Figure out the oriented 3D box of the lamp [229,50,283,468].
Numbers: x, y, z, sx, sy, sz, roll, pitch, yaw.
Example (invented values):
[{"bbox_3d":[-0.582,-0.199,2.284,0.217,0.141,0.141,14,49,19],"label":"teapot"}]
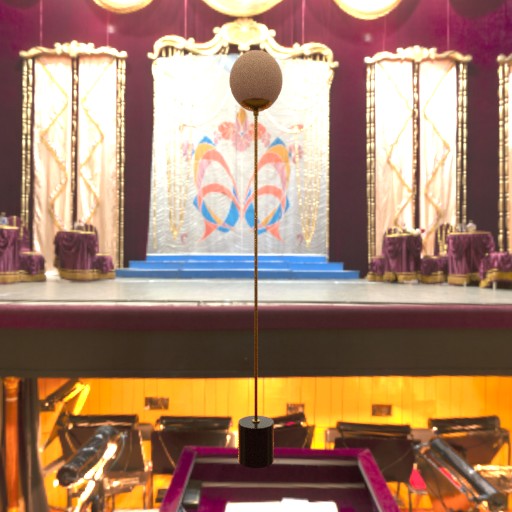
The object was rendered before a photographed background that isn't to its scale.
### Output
[{"bbox_3d":[0.000,0.000,1.903,0.229,1.748,0.229,0,0,-1],"label":"lamp"}]
